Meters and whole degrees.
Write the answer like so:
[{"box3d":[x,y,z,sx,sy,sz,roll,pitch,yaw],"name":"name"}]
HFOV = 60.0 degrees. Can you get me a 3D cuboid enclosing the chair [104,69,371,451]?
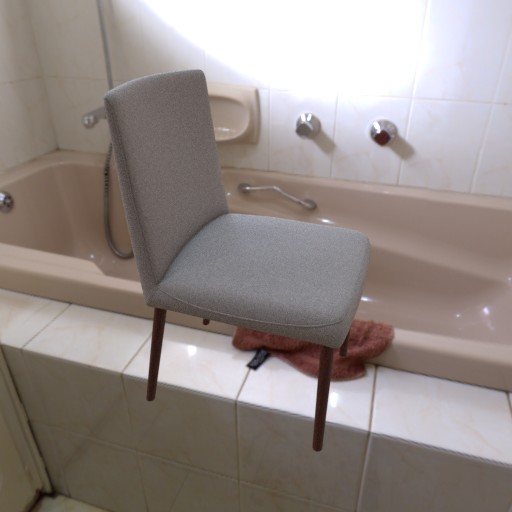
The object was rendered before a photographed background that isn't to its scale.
[{"box3d":[0.000,0.000,1.162,0.570,0.859,0.456,10,31,17],"name":"chair"}]
